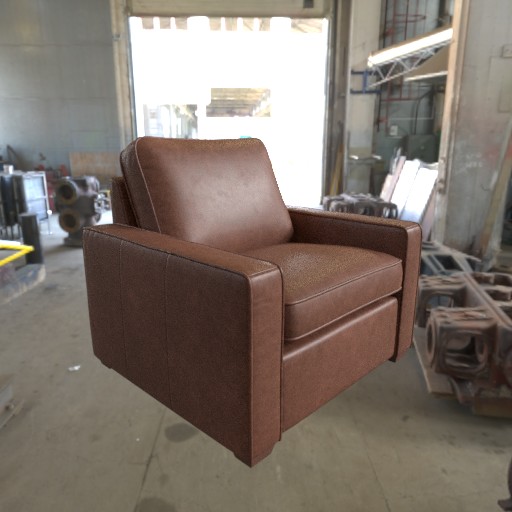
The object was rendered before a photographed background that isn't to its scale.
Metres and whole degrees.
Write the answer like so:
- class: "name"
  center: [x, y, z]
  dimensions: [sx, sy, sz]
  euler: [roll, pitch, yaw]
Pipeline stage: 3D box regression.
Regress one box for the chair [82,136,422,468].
- class: "chair"
  center: [0.000, 0.000, 1.757]
  dimensions: [0.940, 0.919, 1.017]
  euler: [14, 20, 42]
